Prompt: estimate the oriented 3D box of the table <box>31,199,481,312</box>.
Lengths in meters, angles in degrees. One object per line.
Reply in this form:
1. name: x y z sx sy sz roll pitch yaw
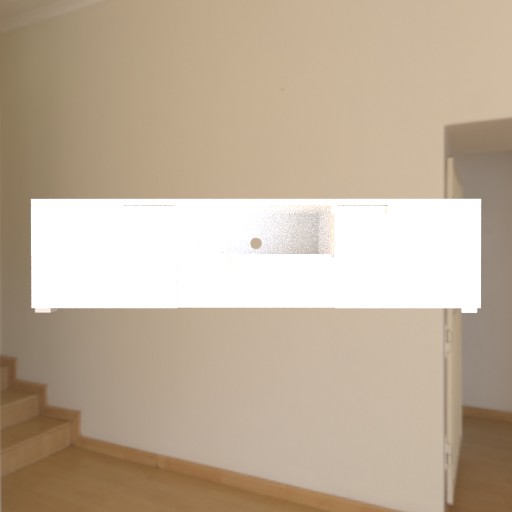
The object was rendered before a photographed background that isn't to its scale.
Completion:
1. table: 0.000 0.000 1.821 1.650 0.420 0.390 0 0 0
